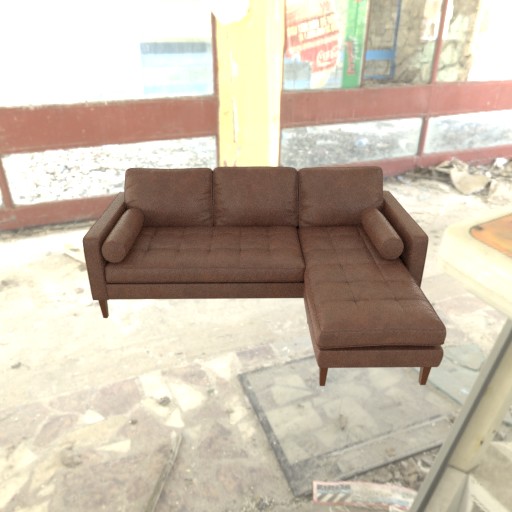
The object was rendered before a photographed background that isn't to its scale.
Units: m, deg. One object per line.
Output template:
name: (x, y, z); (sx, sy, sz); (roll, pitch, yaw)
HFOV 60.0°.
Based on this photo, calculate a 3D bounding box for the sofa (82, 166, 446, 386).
sofa: (0.000, 0.000, 2.912); (2.185, 0.841, 1.613); (0, 27, -1)
